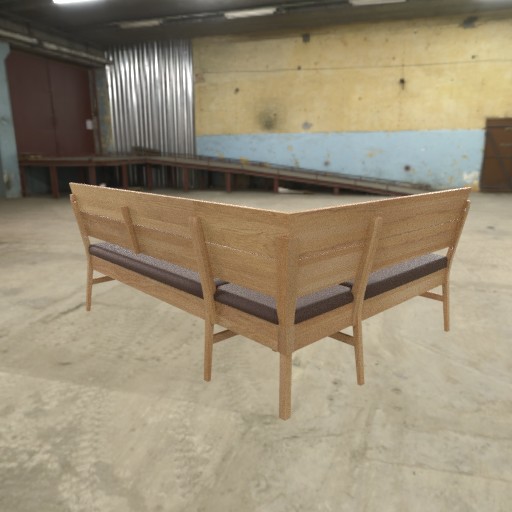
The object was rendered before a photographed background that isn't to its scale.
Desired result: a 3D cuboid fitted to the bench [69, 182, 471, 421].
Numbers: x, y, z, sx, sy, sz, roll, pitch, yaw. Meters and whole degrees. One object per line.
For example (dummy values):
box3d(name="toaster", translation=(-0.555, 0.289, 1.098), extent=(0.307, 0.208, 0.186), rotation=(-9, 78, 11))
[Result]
box3d(name="bench", translation=(0.000, 0.000, 2.807), extent=(1.549, 0.890, 1.975), rotation=(-13, 19, -43))
